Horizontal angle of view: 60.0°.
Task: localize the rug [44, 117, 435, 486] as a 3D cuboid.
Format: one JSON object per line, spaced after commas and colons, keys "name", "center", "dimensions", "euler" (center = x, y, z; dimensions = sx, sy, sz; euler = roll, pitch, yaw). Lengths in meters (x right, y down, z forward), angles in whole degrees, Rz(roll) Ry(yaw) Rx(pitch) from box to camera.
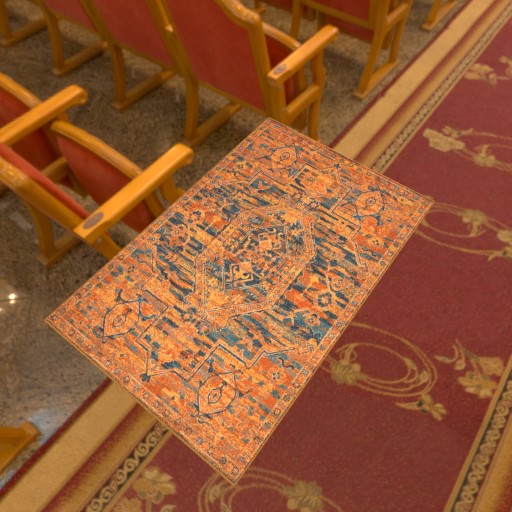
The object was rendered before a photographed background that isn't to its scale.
{"name": "rug", "center": [0.000, 0.000, 1.103], "dimensions": [0.557, 0.008, 0.863], "euler": [33, 63, 19]}
